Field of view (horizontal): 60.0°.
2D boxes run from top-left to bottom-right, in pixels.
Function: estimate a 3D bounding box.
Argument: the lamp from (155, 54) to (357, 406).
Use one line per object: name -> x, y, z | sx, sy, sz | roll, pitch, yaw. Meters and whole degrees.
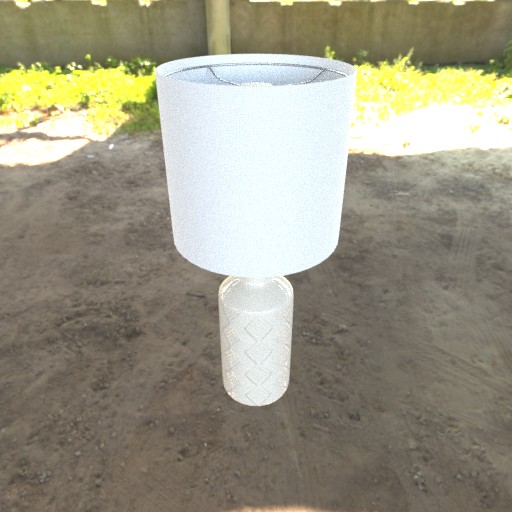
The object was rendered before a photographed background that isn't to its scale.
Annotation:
lamp -> 0.000, 0.000, 0.581 | 0.207, 0.461, 0.207 | -20, 37, -30
